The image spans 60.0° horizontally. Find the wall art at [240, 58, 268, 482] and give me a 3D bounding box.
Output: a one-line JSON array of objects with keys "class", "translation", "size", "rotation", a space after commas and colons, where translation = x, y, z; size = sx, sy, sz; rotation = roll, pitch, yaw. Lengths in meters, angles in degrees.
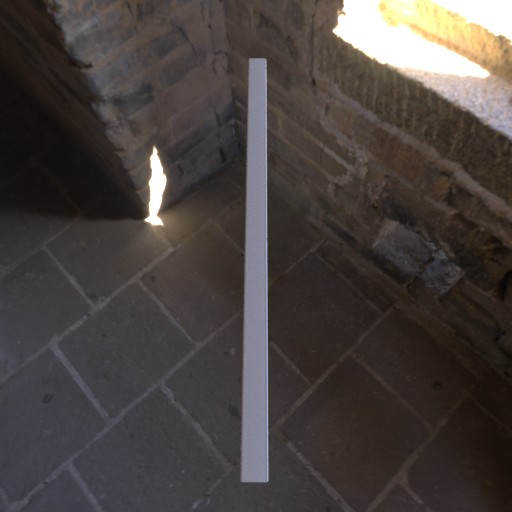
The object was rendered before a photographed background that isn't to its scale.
[{"class": "wall art", "translation": [0.000, 0.000, 0.850], "size": [0.036, 0.256, 0.766], "rotation": [0, 64, 0]}]
